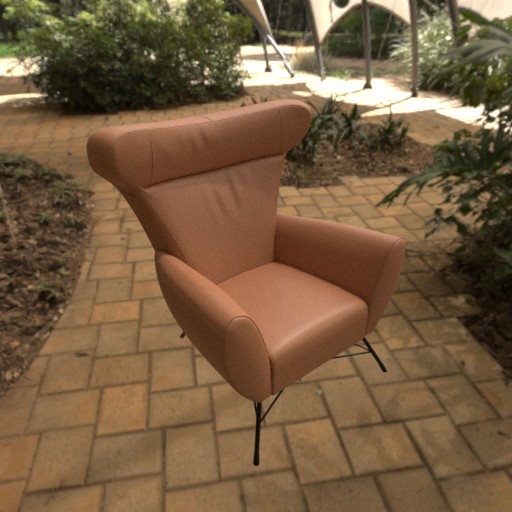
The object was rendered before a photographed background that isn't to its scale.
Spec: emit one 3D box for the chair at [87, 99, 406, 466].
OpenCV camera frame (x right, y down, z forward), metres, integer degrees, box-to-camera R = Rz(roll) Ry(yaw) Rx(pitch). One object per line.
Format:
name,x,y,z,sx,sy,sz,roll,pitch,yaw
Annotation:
chair,0.000,0.000,1.794,0.980,1.050,0.900,-22,36,-33
